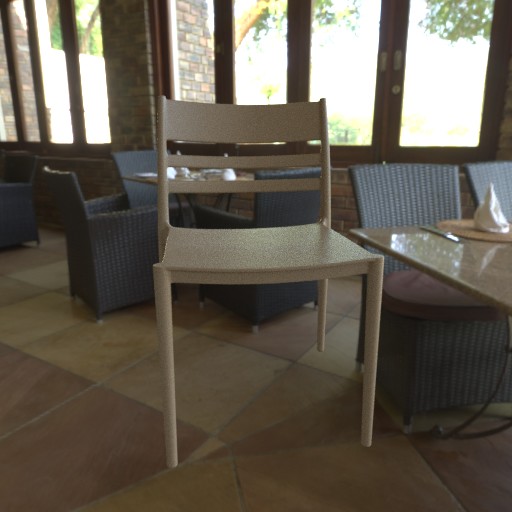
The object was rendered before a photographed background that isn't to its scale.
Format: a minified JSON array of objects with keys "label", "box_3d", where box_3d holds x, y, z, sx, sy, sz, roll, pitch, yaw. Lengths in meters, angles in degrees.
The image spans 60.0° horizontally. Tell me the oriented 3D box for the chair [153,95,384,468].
[{"label":"chair","box_3d":[0.000,0.000,1.131,0.531,0.800,0.511,-2,15,-8]}]
